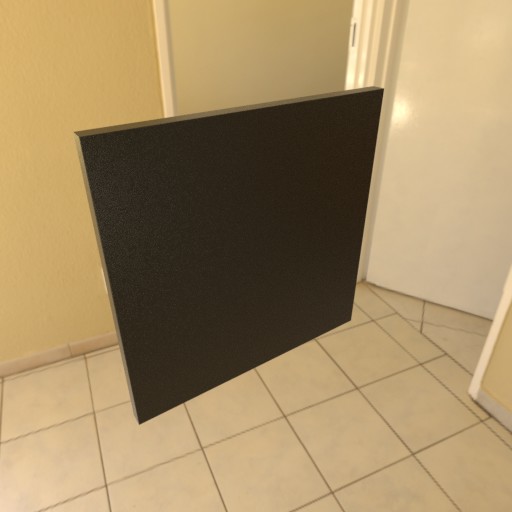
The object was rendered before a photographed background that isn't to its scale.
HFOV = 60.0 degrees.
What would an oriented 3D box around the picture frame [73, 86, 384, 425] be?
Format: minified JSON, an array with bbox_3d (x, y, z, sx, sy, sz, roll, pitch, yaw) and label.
[{"bbox_3d":[0.000,0.000,0.849,0.559,0.557,0.029,-19,36,-28],"label":"picture frame"}]
